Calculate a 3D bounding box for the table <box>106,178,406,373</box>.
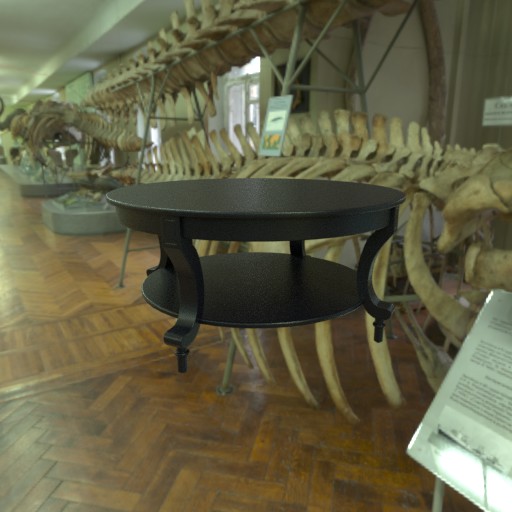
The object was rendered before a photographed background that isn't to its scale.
[{"bbox_3d":[0.000,0.000,1.653,1.029,0.491,1.029,0,15,0],"label":"table"}]
